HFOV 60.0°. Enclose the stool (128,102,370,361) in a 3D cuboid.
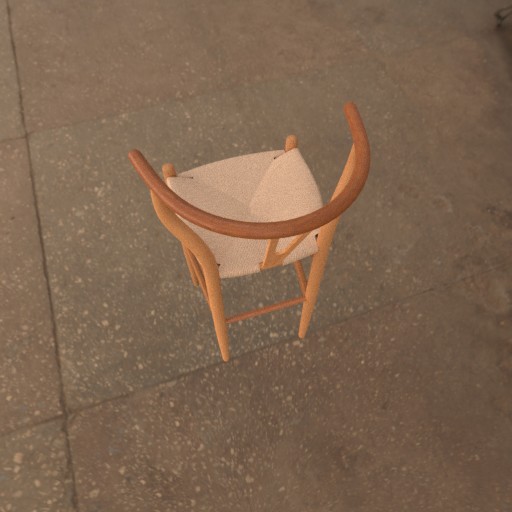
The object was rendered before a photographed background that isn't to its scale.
[{"bbox_3d":[0.000,0.000,1.429,0.574,1.068,0.561,-15,60,-9],"label":"stool"}]
